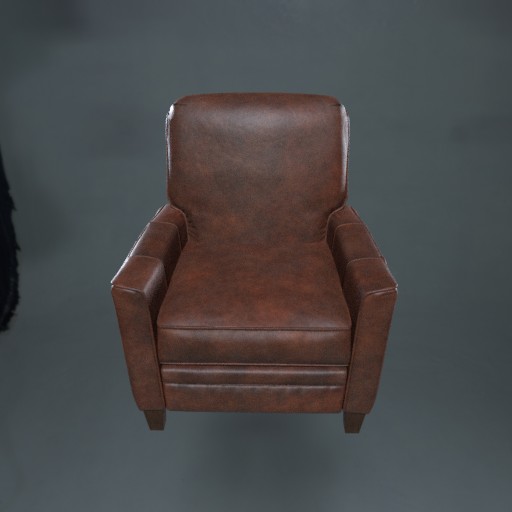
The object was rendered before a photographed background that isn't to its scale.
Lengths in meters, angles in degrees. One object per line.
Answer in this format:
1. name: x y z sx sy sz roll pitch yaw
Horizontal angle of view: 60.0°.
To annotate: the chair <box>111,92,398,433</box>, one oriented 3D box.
1. chair: 0.000 0.000 1.654 0.843 1.043 0.836 1 29 1
